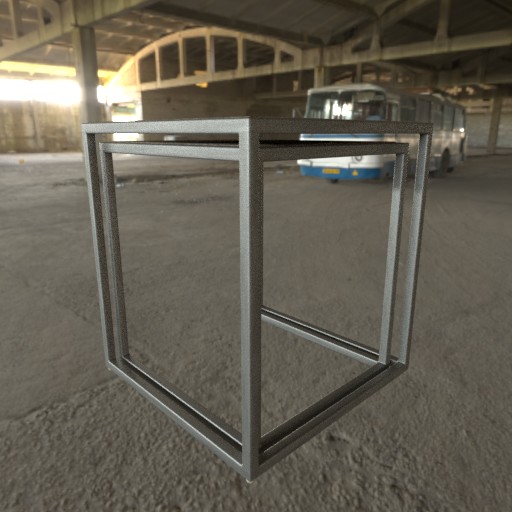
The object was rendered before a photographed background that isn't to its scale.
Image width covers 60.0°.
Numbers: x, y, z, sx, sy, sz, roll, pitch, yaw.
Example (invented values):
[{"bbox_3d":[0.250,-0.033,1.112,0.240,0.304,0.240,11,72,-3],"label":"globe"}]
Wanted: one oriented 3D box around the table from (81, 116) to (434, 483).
[{"bbox_3d":[0.000,0.000,0.863,0.450,0.500,0.449,-14,21,-42],"label":"table"}]
